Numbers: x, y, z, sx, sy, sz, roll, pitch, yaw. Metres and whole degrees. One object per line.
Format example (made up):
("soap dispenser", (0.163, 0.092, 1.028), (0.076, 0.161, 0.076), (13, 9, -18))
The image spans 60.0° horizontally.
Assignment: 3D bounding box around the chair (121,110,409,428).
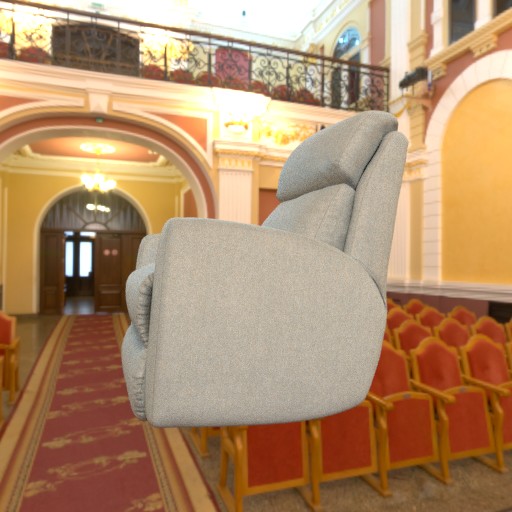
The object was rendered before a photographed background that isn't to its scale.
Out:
("chair", (0.000, 0.000, 1.653), (0.940, 1.016, 0.794), (0, -1, -19))
